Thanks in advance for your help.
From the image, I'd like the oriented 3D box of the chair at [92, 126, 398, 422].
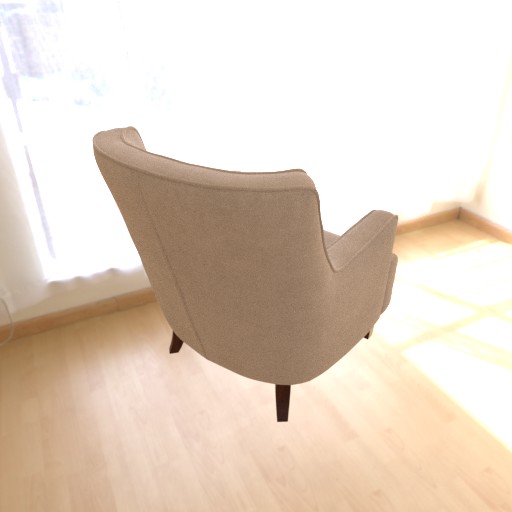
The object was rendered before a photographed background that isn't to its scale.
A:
[{"bbox_3d":[0.000,0.000,1.592,0.781,0.920,0.910,22,37,32],"label":"chair"}]
